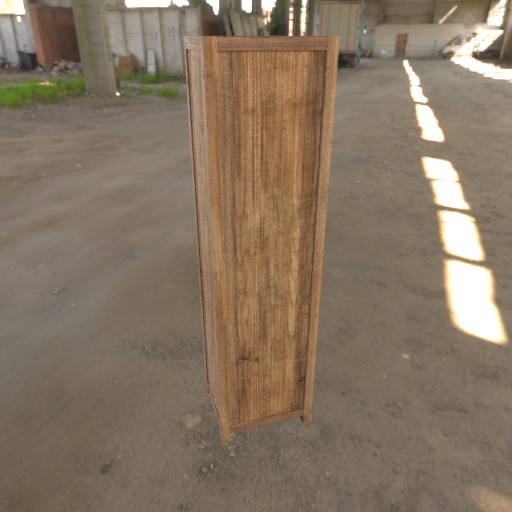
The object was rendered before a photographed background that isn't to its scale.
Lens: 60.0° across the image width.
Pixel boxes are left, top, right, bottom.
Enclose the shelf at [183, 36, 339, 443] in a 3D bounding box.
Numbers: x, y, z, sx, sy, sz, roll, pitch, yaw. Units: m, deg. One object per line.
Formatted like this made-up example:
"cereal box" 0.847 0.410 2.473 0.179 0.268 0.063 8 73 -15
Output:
"shelf" 0.000 0.000 2.137 0.500 1.900 0.428 -8 27 -15
